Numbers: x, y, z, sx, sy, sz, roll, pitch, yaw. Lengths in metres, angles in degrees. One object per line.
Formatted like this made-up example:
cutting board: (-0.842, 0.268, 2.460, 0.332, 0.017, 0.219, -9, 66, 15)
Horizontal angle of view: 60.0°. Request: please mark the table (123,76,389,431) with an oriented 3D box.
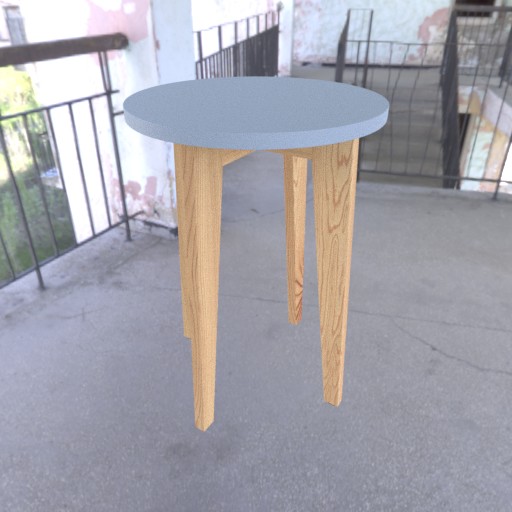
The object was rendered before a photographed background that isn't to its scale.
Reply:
table: (0.000, 0.000, 0.729, 0.350, 0.500, 0.350, 0, 31, 0)
